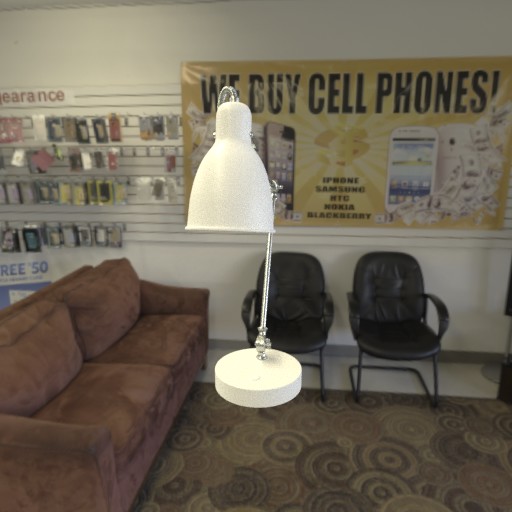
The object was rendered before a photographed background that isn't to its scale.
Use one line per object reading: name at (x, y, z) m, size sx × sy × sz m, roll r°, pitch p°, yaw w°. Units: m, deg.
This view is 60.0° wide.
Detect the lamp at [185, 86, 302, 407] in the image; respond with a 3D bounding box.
lamp at (0.000, 0.000, 0.868) m, size 0.187 × 0.587 × 0.561 m, roll 2°, pitch 14°, yaw 9°
